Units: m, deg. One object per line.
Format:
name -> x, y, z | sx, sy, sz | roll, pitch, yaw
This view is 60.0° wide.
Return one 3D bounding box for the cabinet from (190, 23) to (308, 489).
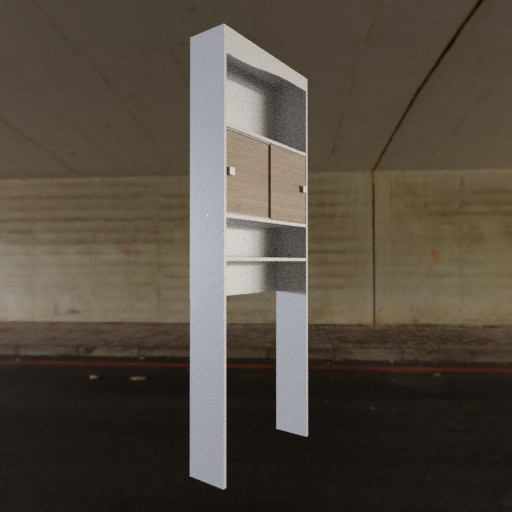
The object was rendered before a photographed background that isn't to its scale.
cabinet -> 0.000, 0.000, 1.991 | 0.192, 1.770, 0.643 | -1, -1, 36
